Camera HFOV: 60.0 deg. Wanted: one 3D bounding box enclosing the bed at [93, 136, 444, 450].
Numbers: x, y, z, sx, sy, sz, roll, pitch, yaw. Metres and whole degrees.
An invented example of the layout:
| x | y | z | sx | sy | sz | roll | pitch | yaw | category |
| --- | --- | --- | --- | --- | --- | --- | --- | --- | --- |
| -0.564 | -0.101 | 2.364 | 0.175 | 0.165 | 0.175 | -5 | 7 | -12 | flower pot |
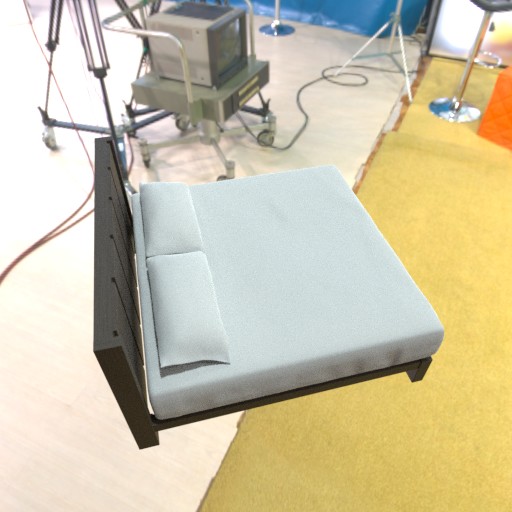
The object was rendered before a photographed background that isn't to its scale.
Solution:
| x | y | z | sx | sy | sz | roll | pitch | yaw | category |
| --- | --- | --- | --- | --- | --- | --- | --- | --- | --- |
| 0.000 | 0.000 | 3.607 | 2.238 | 1.261 | 2.143 | -10 | 46 | -10 | bed |
